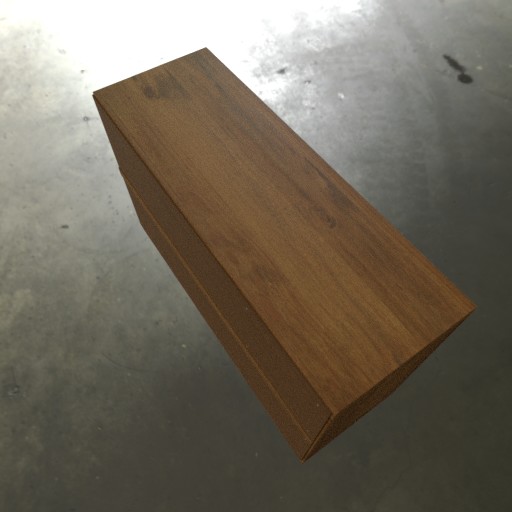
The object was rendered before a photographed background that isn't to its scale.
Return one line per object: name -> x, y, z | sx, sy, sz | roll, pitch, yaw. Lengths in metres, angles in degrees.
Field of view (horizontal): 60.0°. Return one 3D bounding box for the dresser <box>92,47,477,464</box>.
dresser -> 0.000, 0.000, 1.622 | 0.479, 0.825, 1.261 | -30, 63, -17
